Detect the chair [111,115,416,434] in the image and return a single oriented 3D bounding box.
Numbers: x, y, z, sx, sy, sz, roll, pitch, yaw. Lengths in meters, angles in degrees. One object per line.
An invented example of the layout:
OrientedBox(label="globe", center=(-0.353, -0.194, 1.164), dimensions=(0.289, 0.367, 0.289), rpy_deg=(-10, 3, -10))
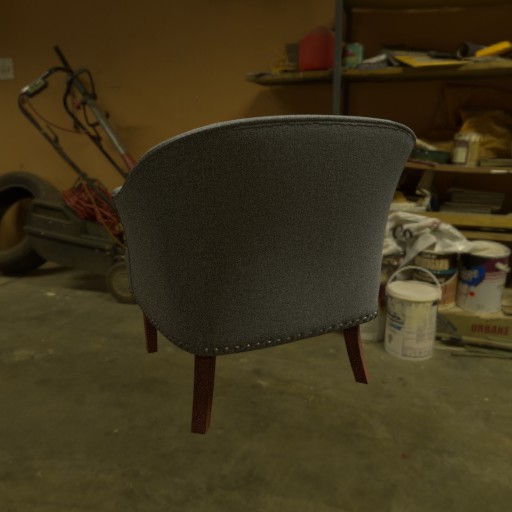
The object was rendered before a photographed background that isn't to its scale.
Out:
OrientedBox(label="chair", center=(0.000, 0.000, 1.396), dimensions=(0.798, 0.815, 0.704), rpy_deg=(-7, 16, -26))
